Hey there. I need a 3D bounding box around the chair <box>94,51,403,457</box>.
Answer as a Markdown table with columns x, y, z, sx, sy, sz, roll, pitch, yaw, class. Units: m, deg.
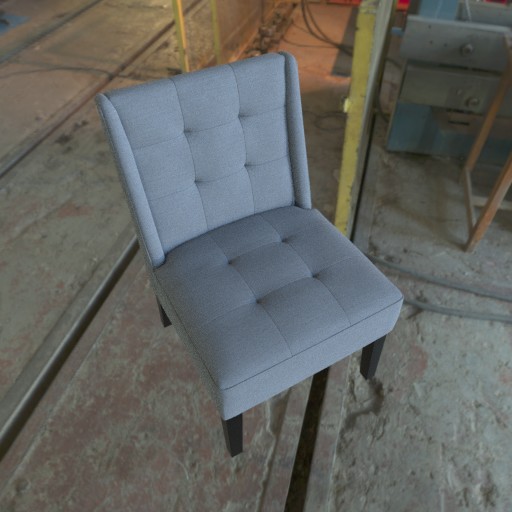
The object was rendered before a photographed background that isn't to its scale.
| x | y | z | sx | sy | sz | roll | pitch | yaw | class |
| --- | --- | --- | --- | --- | --- | --- | --- | --- | --- |
| 0.000 | 0.000 | 1.279 | 0.569 | 0.853 | 0.676 | -22 | 50 | -20 | chair |
